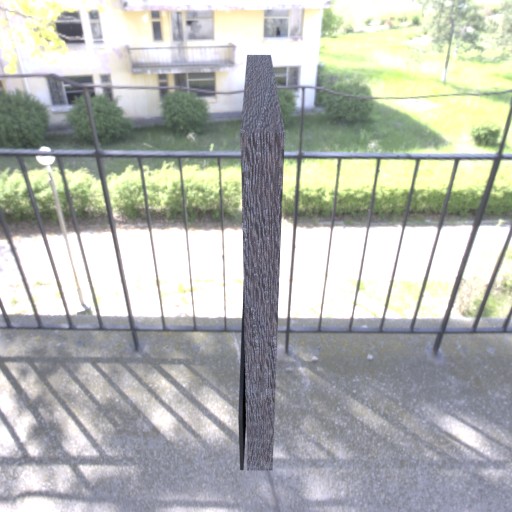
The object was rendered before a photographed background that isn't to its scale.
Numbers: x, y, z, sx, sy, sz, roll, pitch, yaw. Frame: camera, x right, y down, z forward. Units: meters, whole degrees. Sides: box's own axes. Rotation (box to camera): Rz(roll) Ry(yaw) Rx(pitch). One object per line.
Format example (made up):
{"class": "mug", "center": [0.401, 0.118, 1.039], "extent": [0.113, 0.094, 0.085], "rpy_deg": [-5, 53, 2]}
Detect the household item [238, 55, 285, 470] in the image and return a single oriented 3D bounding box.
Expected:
{"class": "household item", "center": [0.000, 0.000, 0.281], "extent": [0.020, 0.210, 0.160], "rpy_deg": [0, 33, 0]}
